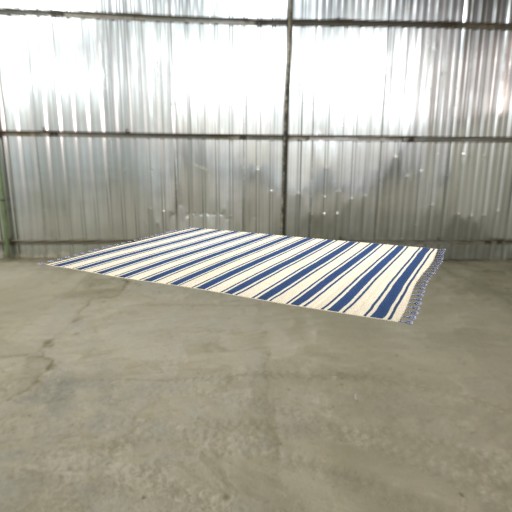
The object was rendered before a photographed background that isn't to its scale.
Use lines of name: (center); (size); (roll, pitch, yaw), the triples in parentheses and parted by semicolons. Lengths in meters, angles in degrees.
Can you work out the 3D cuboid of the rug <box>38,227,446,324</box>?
rug: (0.000, 0.000, 4.493); (3.416, 0.016, 2.471); (6, 14, 26)
